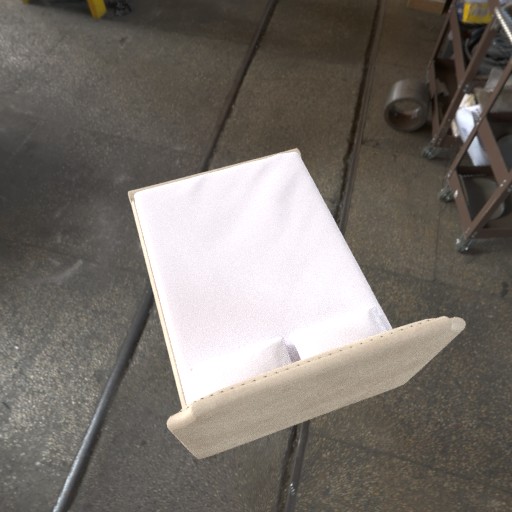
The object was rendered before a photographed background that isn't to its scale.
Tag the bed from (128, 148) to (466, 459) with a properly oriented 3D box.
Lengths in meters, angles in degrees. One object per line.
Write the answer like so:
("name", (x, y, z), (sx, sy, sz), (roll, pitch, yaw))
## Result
("bed", (0.000, 0.000, 3.402), (1.712, 1.443, 2.372), (-16, 60, -10))
